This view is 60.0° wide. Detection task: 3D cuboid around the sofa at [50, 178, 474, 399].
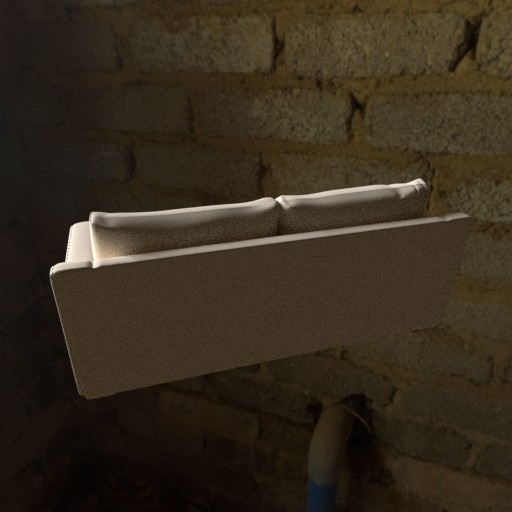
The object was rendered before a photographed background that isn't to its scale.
[{"bbox_3d":[0.000,0.000,2.307,1.812,0.830,0.949,-8,26,-16],"label":"sofa"}]
